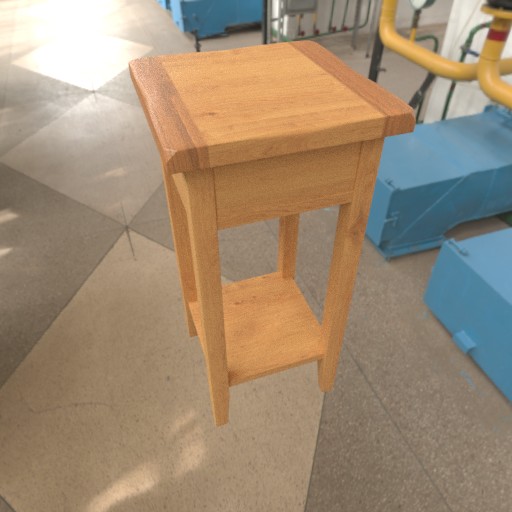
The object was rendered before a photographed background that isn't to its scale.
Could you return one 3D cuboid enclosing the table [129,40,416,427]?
[{"bbox_3d":[0.000,0.000,0.951,0.360,0.740,0.360,-13,43,-14],"label":"table"}]
